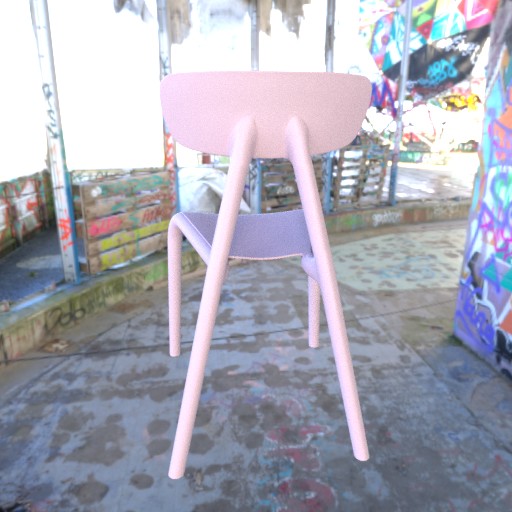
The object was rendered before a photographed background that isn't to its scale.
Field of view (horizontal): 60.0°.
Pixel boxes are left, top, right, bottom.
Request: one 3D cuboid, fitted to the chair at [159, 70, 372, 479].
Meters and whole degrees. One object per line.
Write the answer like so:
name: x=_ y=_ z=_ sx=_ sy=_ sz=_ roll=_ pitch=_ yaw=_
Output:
chair: x=0.000 y=0.000 z=0.797 sx=0.356 sy=0.580 sz=0.401 roll=-2 pitch=16 yaw=-7
